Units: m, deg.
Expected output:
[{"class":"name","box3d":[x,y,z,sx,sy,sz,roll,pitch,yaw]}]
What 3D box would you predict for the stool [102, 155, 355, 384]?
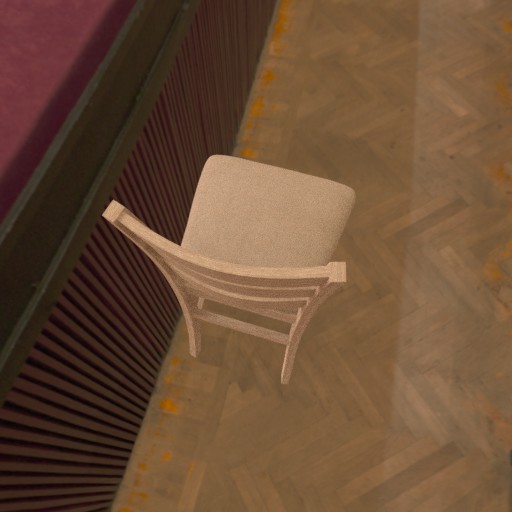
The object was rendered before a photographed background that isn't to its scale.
[{"class":"stool","box3d":[0.000,0.000,1.328,0.484,1.032,0.569,15,64,7]}]
